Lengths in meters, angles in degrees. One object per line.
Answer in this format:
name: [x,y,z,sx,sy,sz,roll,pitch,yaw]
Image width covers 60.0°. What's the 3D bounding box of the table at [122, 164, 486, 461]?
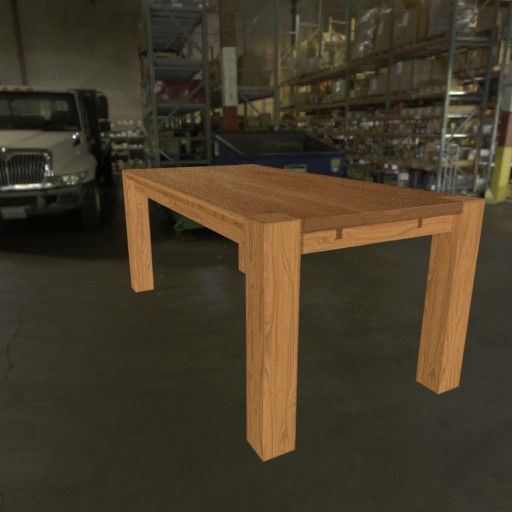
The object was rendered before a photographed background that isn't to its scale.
table: [0.000,0.000,2.245,0.900,0.760,1.800,-8,18,-27]
